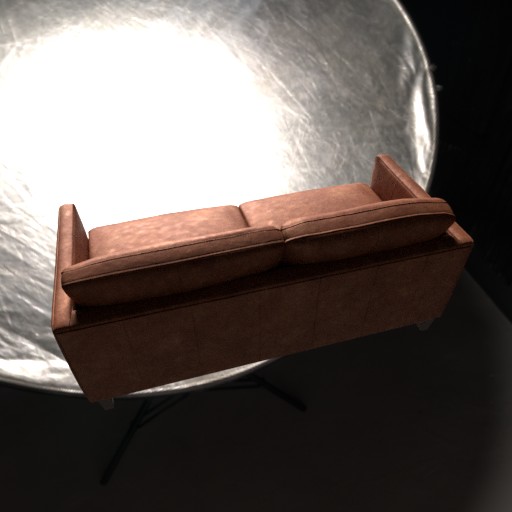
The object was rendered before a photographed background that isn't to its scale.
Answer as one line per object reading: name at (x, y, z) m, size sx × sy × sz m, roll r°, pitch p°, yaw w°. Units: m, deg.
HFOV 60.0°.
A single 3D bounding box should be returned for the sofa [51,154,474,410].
sofa at (0.000, 0.000, 2.428) m, size 1.971 × 0.863 × 0.923 m, roll -11°, pitch 44°, yaw -12°
